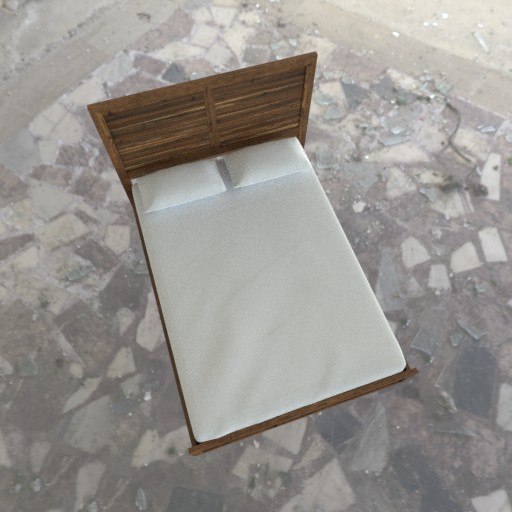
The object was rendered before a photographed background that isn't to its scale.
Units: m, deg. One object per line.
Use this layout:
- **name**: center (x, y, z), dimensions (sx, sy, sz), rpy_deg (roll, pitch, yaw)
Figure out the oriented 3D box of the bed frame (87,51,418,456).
- **bed frame**: center (0.000, 0.000, 3.319), dimensions (1.696, 1.417, 2.276), rpy_deg (-17, 65, -8)
